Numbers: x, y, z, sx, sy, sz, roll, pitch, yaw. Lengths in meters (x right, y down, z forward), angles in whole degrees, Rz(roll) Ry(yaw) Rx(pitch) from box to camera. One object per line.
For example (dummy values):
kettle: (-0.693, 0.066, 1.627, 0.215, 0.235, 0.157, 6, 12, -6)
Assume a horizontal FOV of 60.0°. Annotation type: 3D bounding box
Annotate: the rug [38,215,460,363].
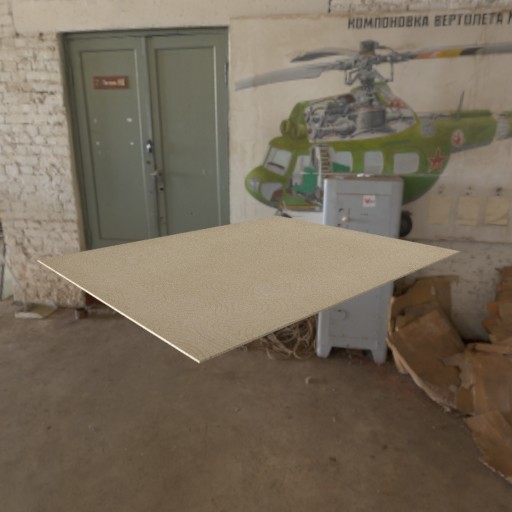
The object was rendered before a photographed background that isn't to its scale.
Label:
rug: (0.000, 0.000, 3.462, 2.584, 0.011, 2.073, -14, 22, -41)
